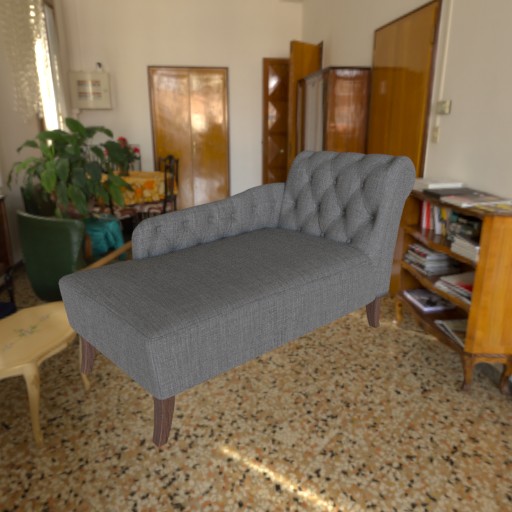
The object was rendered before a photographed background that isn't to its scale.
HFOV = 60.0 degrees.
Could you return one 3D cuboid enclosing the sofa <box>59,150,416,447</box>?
[{"bbox_3d":[0.000,0.000,1.832,1.379,0.787,0.675,-15,22,-41],"label":"sofa"}]
